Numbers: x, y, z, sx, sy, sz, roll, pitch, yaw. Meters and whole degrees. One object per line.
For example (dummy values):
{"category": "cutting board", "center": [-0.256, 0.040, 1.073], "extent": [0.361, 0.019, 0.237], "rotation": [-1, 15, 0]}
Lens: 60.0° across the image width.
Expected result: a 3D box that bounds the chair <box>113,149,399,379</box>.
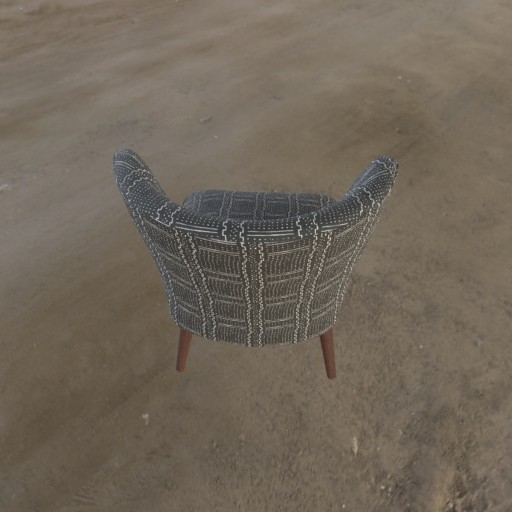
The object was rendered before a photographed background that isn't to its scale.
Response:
{"category": "chair", "center": [0.000, 0.000, 1.415], "extent": [0.710, 0.866, 0.758], "rotation": [2, 45, 2]}
